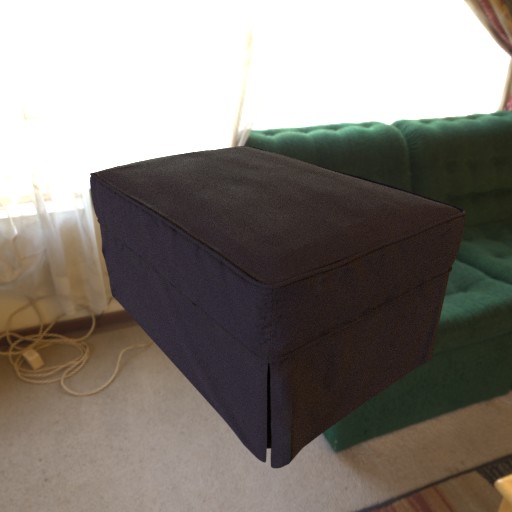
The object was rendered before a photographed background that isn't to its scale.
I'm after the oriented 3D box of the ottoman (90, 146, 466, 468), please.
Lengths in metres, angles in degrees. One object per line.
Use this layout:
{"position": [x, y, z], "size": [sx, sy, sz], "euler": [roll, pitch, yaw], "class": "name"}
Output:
{"position": [0.000, 0.000, 1.292], "size": [0.637, 0.503, 0.938], "euler": [-19, 32, -33], "class": "ottoman"}
